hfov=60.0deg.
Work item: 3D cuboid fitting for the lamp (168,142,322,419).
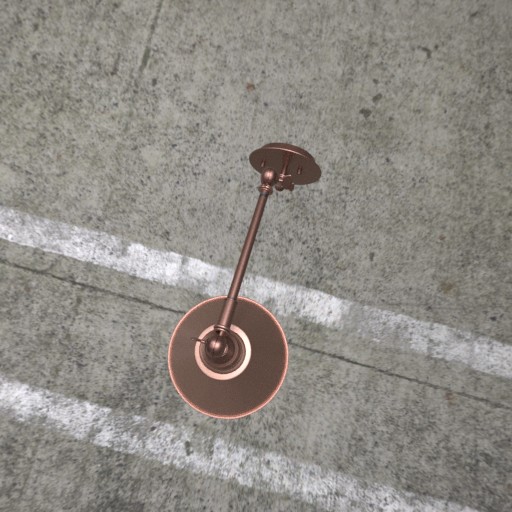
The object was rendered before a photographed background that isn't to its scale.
[{"bbox_3d":[0.000,0.000,0.886,0.223,0.502,0.624,14,75,4],"label":"lamp"}]
